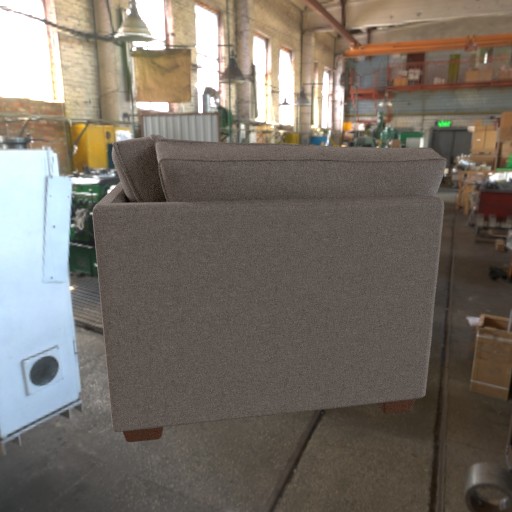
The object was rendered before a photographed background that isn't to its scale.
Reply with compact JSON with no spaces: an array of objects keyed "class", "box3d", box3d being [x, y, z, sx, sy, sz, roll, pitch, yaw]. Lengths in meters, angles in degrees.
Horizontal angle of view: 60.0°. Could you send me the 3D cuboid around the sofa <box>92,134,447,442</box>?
[{"class":"sofa","box3d":[0.000,0.000,1.807,1.050,0.951,1.042,-2,15,-9]}]
